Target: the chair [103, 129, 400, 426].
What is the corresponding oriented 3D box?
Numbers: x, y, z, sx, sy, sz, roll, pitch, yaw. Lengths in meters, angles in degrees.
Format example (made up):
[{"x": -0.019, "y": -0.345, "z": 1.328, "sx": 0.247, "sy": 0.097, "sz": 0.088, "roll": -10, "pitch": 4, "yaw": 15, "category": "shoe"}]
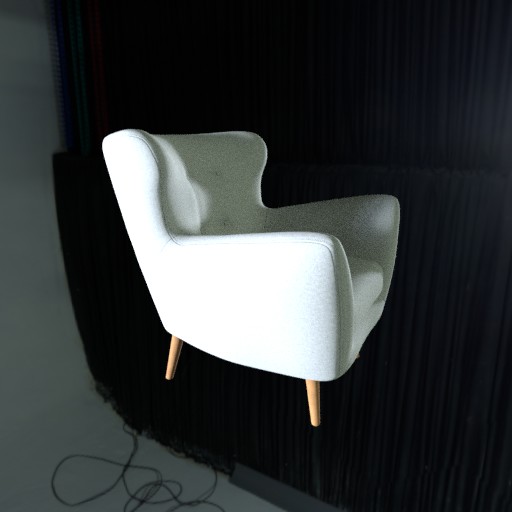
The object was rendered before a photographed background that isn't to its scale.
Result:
[{"x": 0.000, "y": 0.000, "z": 1.627, "sx": 0.889, "sy": 0.889, "sz": 0.890, "roll": 7, "pitch": 17, "yaw": 26, "category": "chair"}]
